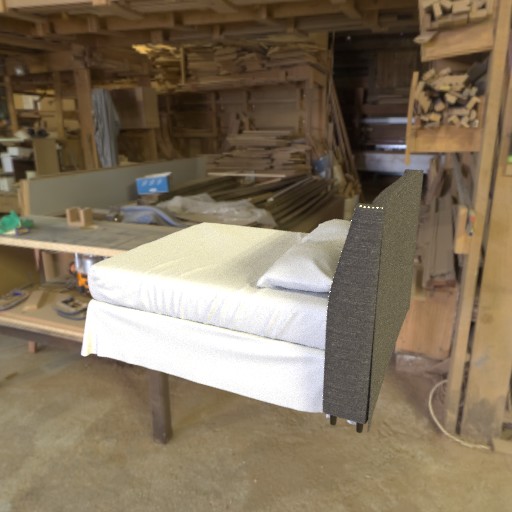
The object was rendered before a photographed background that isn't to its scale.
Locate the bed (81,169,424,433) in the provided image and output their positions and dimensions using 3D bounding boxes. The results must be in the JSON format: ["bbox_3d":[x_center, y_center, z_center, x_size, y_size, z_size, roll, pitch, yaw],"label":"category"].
[{"bbox_3d":[0.000,0.000,3.570,2.276,1.332,1.925,8,19,24],"label":"bed"}]
